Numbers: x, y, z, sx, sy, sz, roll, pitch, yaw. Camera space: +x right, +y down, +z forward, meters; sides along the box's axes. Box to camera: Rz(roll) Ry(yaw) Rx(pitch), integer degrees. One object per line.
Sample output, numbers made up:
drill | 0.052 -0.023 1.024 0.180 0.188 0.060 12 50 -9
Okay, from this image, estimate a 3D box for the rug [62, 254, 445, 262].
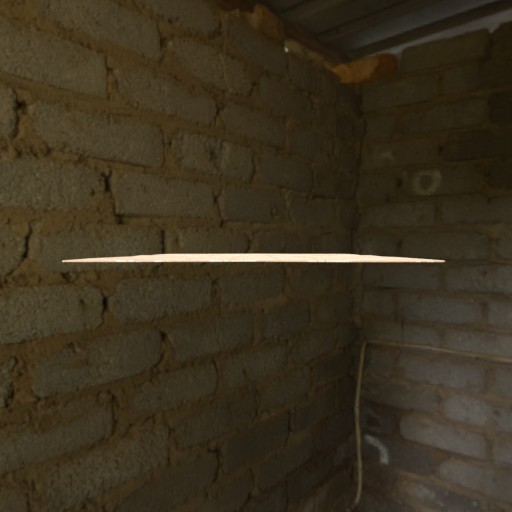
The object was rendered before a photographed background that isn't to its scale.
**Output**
rug | 0.000 0.000 2.174 1.146 0.010 1.745 0 1 0
